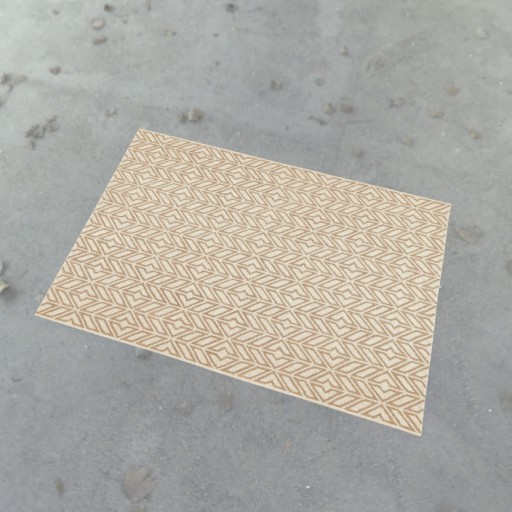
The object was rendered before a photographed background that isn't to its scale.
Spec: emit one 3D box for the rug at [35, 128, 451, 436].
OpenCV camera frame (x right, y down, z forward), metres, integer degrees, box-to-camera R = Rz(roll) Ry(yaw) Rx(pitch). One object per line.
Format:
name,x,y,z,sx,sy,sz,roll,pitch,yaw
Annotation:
rug,0.000,0.000,2.251,1.828,0.007,1.220,15,64,8
